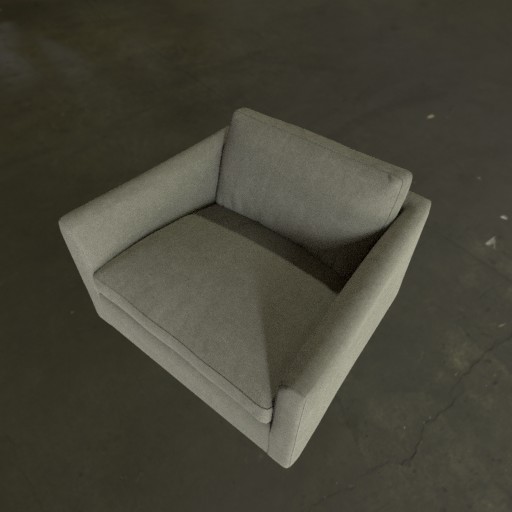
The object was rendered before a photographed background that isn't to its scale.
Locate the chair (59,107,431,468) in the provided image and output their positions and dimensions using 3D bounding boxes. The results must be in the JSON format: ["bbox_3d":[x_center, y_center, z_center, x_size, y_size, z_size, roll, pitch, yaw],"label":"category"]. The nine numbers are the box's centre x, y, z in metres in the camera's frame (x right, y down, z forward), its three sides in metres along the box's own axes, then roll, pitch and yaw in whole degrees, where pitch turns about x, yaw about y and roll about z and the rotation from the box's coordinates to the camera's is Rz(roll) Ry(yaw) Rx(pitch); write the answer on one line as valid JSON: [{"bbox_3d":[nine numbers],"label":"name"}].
[{"bbox_3d":[0.000,0.000,1.945,1.190,0.845,1.091,31,54,25],"label":"chair"}]
